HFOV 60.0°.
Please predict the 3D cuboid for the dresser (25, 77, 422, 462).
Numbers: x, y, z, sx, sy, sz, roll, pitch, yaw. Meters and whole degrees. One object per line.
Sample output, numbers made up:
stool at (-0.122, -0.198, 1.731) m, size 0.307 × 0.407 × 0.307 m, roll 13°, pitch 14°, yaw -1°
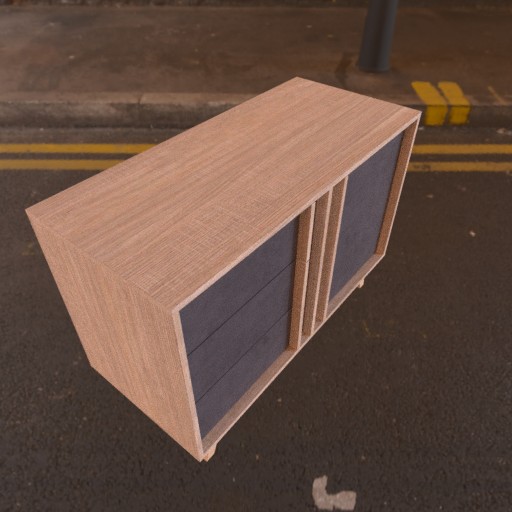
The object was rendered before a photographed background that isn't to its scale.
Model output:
dresser at (0.000, 0.000, 1.506) m, size 0.500 × 0.780 × 1.110 m, roll 28°, pitch 49°, yaw 28°
